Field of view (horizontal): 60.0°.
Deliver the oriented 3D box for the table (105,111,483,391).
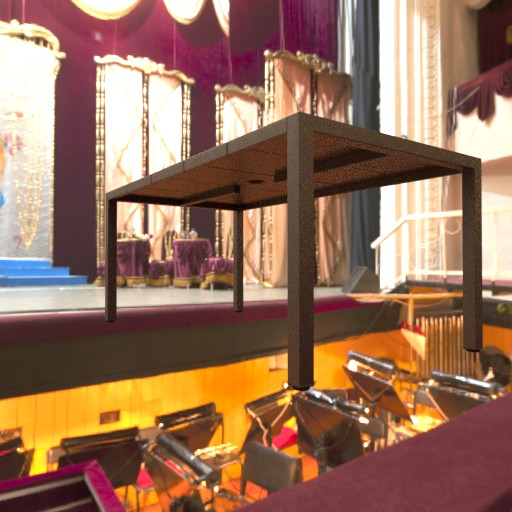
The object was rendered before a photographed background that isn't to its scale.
[{"bbox_3d":[0.000,0.000,2.100,0.914,0.735,1.680,1,-1,-35],"label":"table"}]
